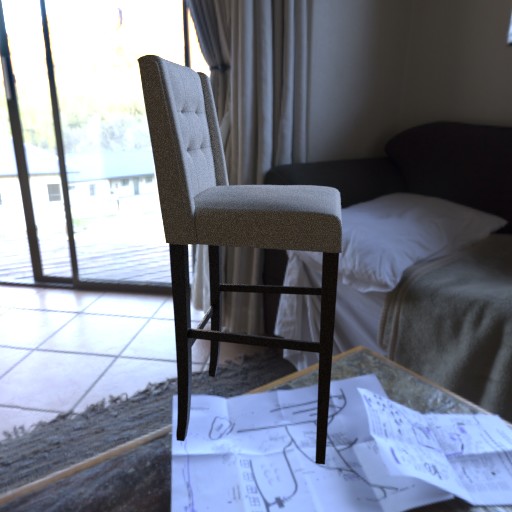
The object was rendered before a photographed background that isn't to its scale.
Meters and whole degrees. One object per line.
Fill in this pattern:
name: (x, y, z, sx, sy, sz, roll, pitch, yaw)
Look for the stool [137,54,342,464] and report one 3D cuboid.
stool: (0.000, 0.000, 1.374, 0.509, 1.116, 0.474, 3, 17, 9)
